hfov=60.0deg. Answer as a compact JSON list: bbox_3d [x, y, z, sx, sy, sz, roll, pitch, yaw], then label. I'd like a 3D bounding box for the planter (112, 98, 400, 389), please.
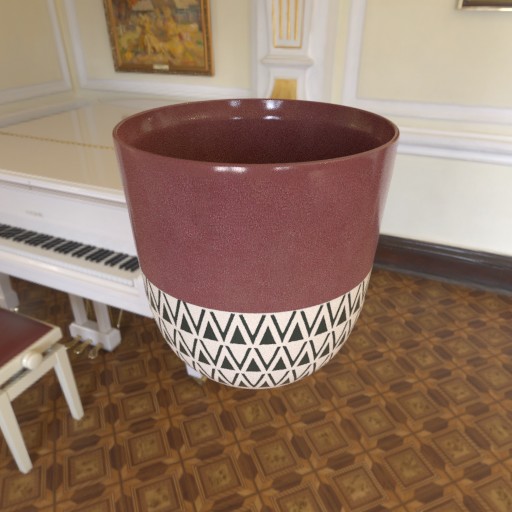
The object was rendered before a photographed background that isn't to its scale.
[{"bbox_3d":[0.000,0.000,0.363,0.195,0.214,0.195,0,29,0],"label":"planter"}]
